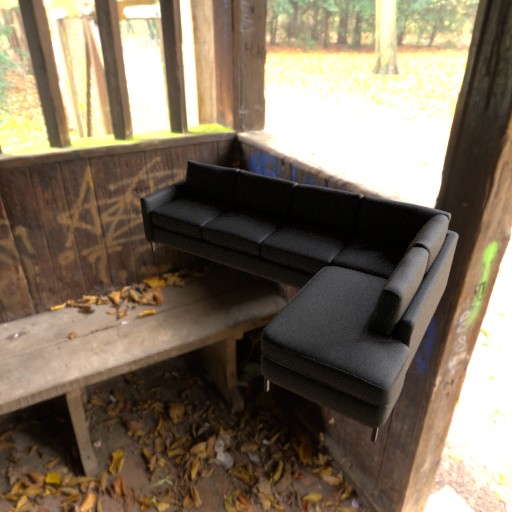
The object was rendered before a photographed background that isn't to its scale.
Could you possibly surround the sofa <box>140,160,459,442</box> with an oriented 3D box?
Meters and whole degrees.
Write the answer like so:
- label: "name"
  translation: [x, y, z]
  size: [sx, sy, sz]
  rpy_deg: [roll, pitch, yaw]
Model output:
- label: "sofa"
  translation: [0.000, 0.000, 3.837]
  size: [2.972, 0.858, 1.984]
  rpy_deg: [17, 33, 28]
